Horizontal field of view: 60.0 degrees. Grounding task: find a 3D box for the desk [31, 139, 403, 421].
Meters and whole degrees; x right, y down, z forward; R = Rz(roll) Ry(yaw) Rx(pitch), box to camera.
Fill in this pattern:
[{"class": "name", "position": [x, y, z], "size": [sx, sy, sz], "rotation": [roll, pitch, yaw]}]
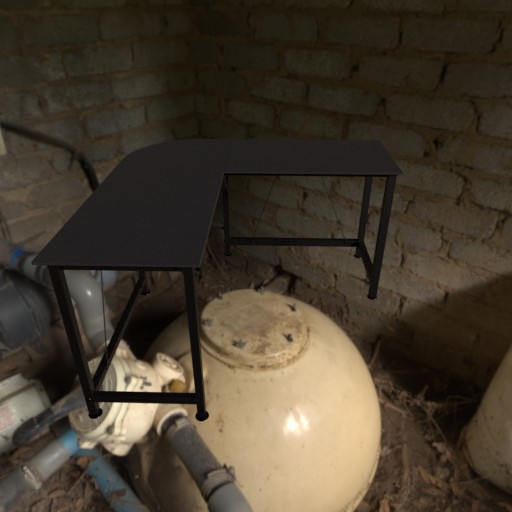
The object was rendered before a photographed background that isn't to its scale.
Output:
[{"class": "desk", "position": [0.000, 0.000, 2.196], "size": [1.400, 0.762, 1.400], "rotation": [1, 31, 1]}]
